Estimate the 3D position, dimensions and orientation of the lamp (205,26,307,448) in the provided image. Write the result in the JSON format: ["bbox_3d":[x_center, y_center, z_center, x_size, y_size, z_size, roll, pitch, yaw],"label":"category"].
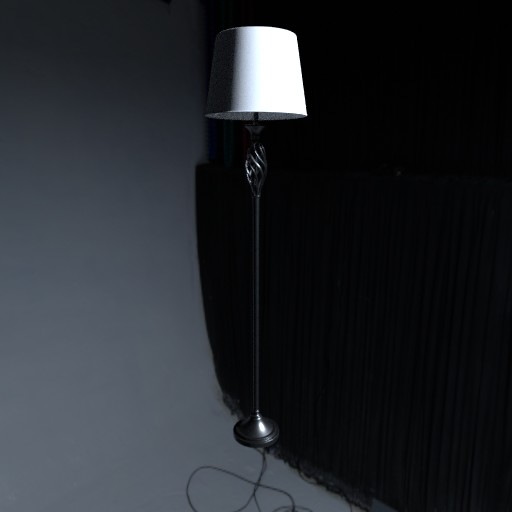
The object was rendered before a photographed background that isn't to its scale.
[{"bbox_3d":[0.000,0.000,1.789,0.379,1.623,0.379,0,13,0],"label":"lamp"}]
